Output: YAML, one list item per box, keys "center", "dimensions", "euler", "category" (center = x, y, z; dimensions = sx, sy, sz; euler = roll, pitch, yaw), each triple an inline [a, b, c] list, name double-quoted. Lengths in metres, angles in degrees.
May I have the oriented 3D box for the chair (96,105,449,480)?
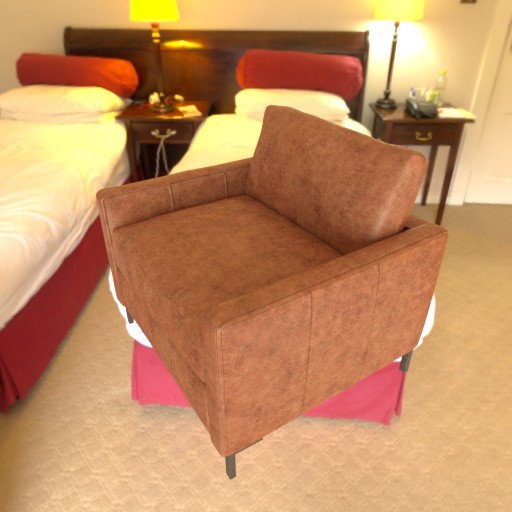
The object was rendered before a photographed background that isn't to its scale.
- center: [0.000, 0.000, 1.619]
  dimensions: [0.862, 0.869, 0.967]
  euler: [-19, 36, -28]
  category: "chair"
